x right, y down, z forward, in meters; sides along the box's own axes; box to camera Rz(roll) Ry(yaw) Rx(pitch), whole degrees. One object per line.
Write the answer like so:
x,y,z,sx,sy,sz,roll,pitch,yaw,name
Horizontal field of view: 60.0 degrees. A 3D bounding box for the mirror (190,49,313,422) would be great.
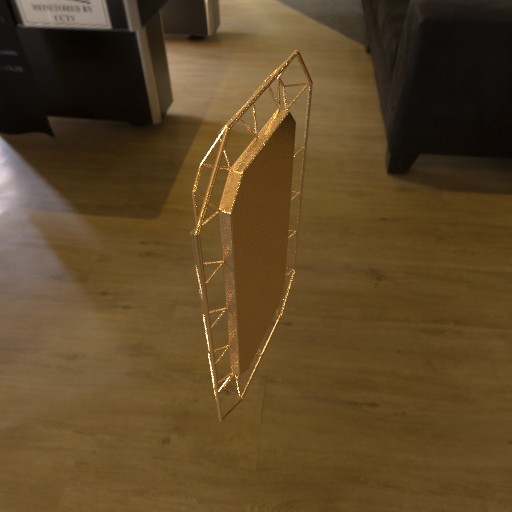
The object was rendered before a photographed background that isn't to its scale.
0.000,0.000,1.081,0.051,0.870,0.572,17,48,16,mirror
